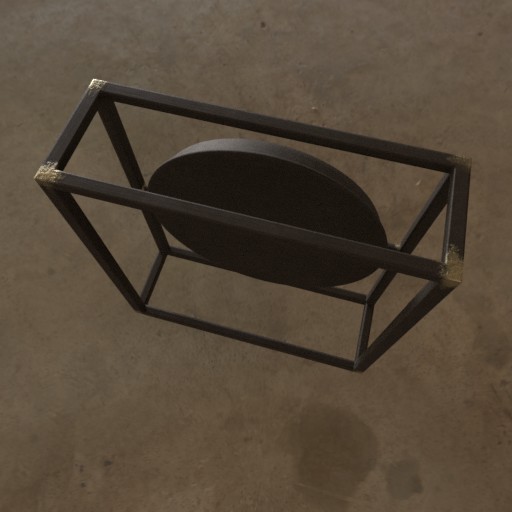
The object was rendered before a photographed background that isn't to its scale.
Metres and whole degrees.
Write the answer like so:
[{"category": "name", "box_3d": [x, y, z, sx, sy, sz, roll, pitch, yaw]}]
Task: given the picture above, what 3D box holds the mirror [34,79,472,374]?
[{"category": "mirror", "box_3d": [0.000, 0.000, 0.463, 0.306, 0.303, 0.107, 14, 65, 7]}]
